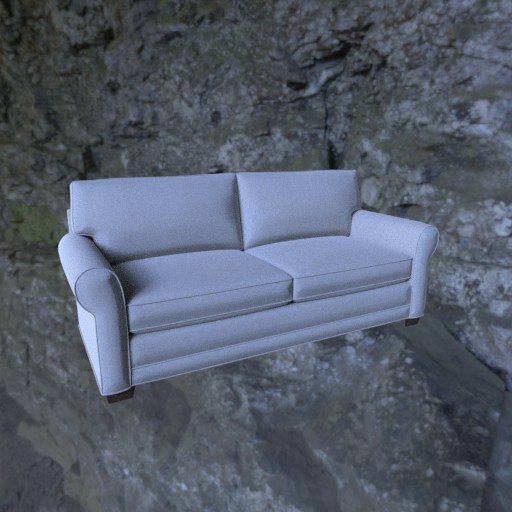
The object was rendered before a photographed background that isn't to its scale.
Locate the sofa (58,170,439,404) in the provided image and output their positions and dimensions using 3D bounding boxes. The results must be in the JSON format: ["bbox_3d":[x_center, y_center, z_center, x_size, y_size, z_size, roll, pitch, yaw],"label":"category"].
[{"bbox_3d":[0.000,0.000,2.686,2.146,0.962,0.901,-8,17,-27],"label":"sofa"}]
